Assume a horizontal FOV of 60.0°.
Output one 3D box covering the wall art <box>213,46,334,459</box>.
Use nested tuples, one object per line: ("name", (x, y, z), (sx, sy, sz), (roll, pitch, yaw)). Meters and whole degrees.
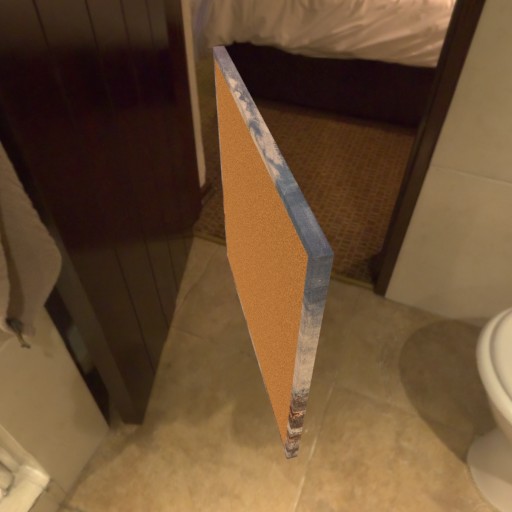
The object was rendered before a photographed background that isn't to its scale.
("wall art", (0.000, 0.000, 1.335), (0.035, 0.897, 0.888), (-11, 47, -10))
